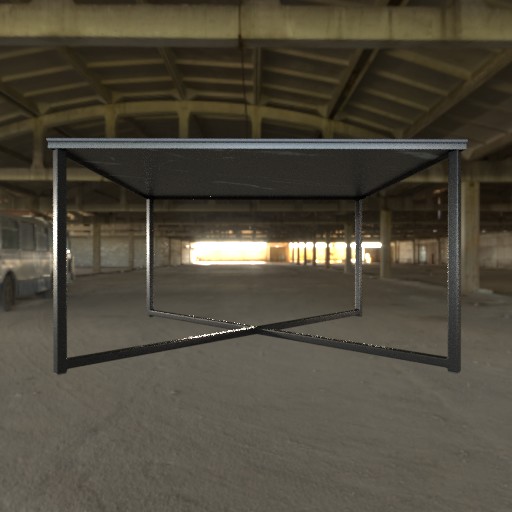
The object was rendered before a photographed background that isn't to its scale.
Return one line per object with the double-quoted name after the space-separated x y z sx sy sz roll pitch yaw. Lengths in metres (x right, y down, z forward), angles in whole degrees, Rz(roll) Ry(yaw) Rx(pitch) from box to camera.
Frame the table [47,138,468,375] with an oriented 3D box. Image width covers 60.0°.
0.000 0.000 1.242 0.800 0.450 0.800 0 0 -1 "table"
